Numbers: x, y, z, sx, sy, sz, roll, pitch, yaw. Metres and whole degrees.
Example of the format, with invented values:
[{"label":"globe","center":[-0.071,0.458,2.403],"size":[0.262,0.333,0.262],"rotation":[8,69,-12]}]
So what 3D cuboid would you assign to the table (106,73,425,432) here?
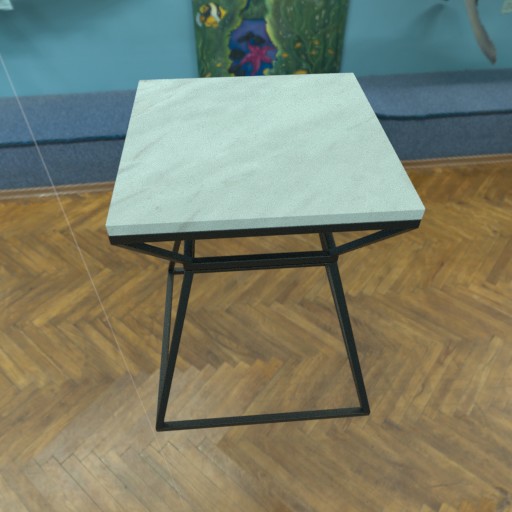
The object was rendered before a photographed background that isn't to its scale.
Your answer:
[{"label":"table","center":[0.000,0.000,0.898],"size":[0.455,0.559,0.455],"rotation":[-3,46,-3]}]
